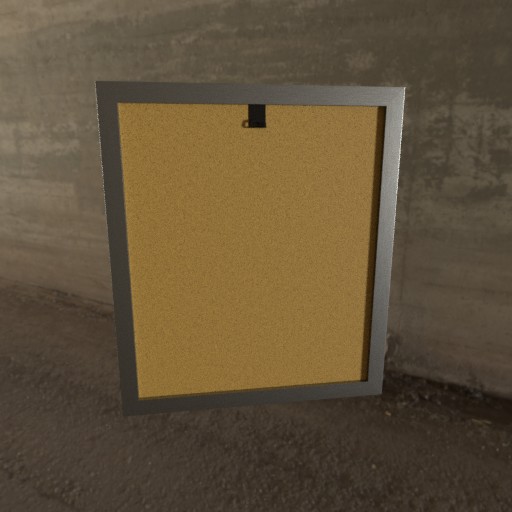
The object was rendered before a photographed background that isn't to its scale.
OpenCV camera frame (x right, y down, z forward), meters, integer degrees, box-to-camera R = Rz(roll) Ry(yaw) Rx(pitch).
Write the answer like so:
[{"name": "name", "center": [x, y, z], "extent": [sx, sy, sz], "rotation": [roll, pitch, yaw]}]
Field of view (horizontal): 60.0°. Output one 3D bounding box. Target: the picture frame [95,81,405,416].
[{"name": "picture frame", "center": [0.000, 0.000, 1.339], "extent": [0.839, 0.968, 0.073], "rotation": [-2, 14, -8]}]
